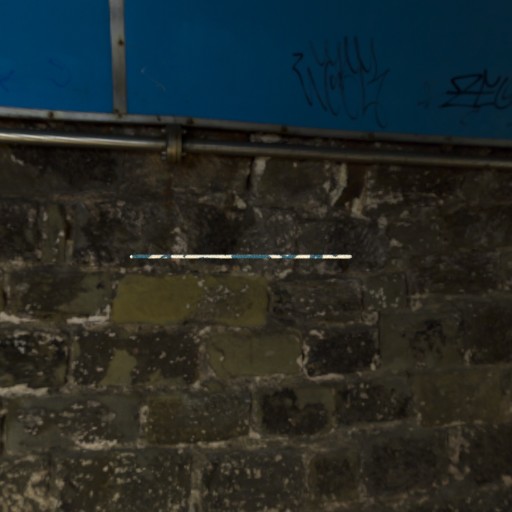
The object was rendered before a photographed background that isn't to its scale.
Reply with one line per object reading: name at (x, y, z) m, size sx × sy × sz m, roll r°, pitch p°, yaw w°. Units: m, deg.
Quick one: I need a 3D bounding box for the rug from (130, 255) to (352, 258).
rug at (0.000, 0.000, 2.704) m, size 0.750 × 0.011 × 2.435 m, roll 0°, pitch 0°, yaw 3°
